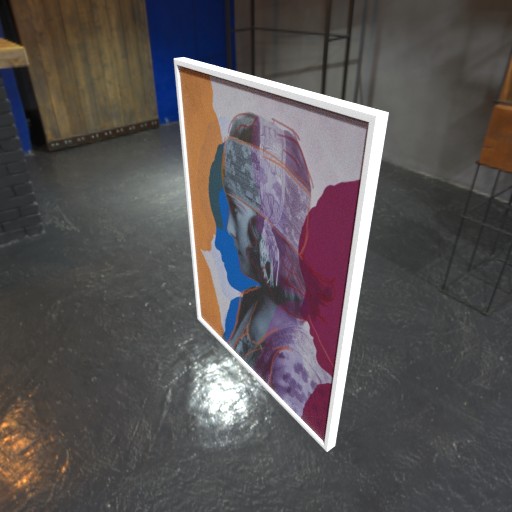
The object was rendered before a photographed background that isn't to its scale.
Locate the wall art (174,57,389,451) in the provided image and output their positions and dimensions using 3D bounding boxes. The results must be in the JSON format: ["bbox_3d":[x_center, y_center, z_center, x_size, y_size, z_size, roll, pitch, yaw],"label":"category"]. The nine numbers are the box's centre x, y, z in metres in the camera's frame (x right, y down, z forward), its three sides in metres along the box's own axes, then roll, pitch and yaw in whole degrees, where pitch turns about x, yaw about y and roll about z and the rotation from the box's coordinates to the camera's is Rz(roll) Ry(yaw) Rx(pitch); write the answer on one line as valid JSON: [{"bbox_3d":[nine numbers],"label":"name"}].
[{"bbox_3d":[0.000,0.000,1.391,0.039,1.050,0.795,-22,39,-30],"label":"wall art"}]
